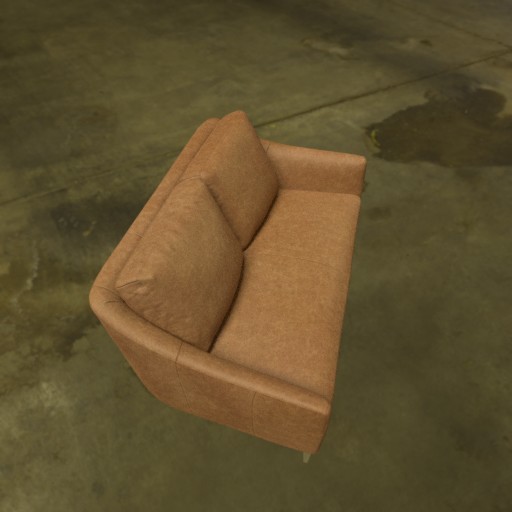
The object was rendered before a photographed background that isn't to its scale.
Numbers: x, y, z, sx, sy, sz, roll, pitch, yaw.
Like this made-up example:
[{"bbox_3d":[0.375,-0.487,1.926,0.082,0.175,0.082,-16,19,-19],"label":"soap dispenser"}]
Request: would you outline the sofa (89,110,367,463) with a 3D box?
[{"bbox_3d":[0.000,0.000,2.226,0.960,0.902,1.619,10,46,10],"label":"sofa"}]
